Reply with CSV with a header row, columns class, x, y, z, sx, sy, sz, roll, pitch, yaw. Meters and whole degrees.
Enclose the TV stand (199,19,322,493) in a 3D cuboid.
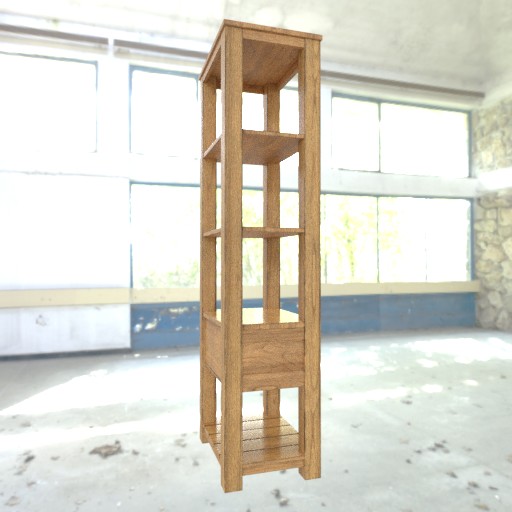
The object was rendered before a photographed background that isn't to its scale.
class,x,y,z,sx,sy,sz,roll,pitch,yaw
TV stand,0.000,0.000,2.033,0.435,1.828,0.565,0,-1,-17
